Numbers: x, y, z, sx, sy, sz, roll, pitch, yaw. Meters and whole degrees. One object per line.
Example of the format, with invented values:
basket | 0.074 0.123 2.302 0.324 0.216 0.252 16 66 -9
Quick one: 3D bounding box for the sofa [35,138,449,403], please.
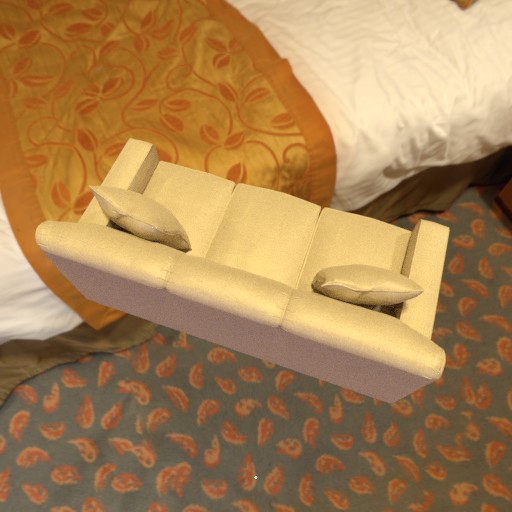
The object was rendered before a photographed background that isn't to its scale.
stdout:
sofa | 0.000 0.000 2.603 2.024 0.958 0.997 17 65 8
